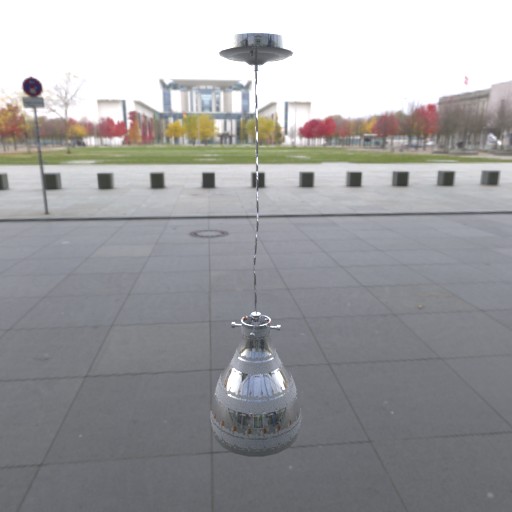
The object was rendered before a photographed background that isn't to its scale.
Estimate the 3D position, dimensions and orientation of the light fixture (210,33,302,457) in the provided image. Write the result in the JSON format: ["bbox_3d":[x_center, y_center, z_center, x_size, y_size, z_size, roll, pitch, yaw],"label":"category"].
[{"bbox_3d":[0.000,0.000,1.642,0.374,1.457,0.374,2,15,9],"label":"light fixture"}]
